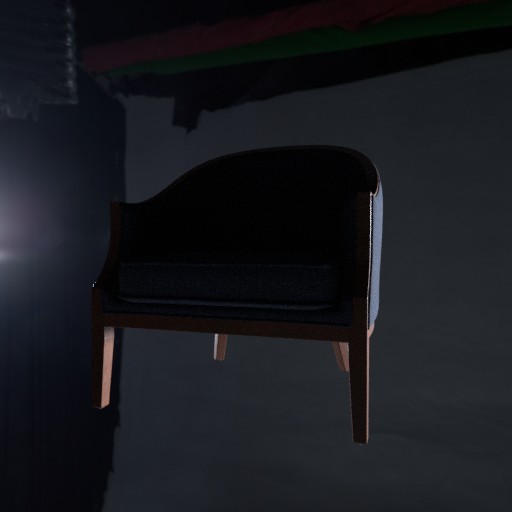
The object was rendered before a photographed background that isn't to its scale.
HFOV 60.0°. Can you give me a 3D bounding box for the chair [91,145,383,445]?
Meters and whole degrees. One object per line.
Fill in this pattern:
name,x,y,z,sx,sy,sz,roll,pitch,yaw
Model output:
chair,0.000,0.000,1.465,0.803,0.876,0.735,0,1,19
